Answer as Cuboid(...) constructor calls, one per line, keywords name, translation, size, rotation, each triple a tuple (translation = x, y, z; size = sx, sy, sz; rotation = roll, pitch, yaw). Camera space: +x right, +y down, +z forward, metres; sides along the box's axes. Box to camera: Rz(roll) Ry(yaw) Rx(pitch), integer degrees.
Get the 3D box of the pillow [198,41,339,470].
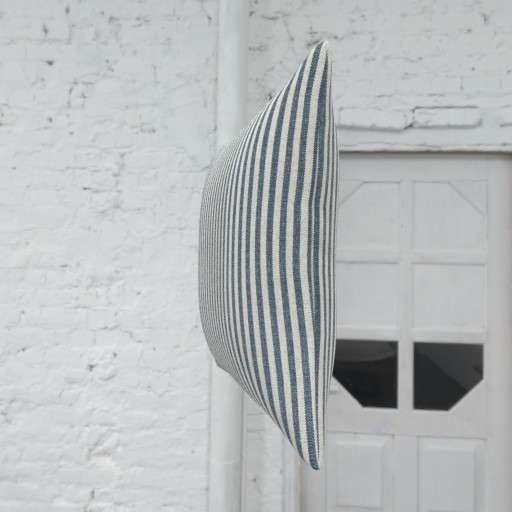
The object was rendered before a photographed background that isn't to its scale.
Cuboid(name="pillow", translation=(0.000, 0.000, 0.771), size=(0.166, 0.510, 0.523), rotation=(0, 0, -18))
